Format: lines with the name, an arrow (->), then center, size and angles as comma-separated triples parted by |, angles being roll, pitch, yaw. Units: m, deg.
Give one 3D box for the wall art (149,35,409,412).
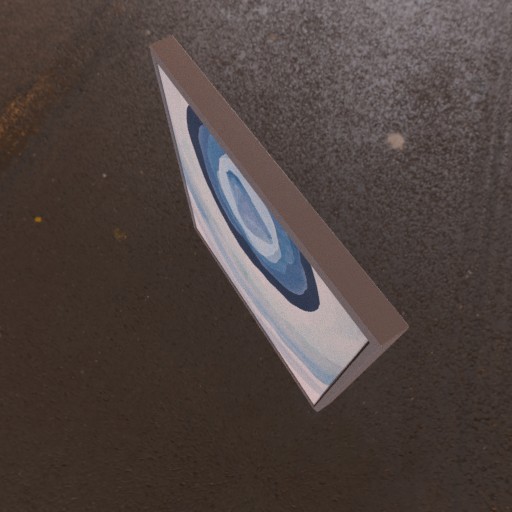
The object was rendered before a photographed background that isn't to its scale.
wall art -> 0.000, 0.000, 0.520 | 0.028, 0.349, 0.349 | -30, 67, -14
